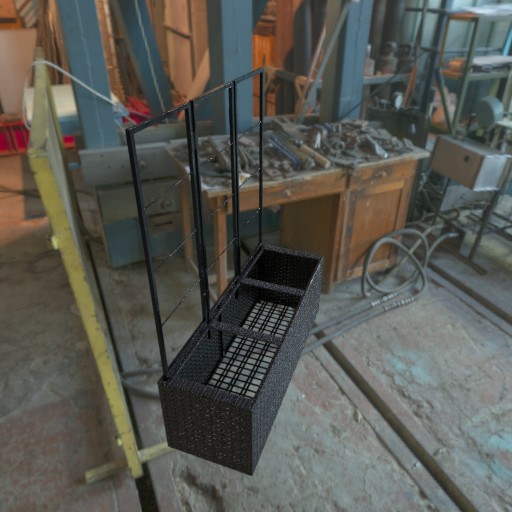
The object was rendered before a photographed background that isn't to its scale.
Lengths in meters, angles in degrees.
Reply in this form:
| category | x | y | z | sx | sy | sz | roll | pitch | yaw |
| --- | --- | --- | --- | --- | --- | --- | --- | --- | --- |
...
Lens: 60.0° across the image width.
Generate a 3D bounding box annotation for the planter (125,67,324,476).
| category | x | y | z | sx | sy | sz | roll | pitch | yaw |
| --- | --- | --- | --- | --- | --- | --- | --- | --- | --- |
| planter | 0.000 | 0.000 | 1.197 | 0.244 | 0.841 | 0.699 | 11 | 33 | 17 |
